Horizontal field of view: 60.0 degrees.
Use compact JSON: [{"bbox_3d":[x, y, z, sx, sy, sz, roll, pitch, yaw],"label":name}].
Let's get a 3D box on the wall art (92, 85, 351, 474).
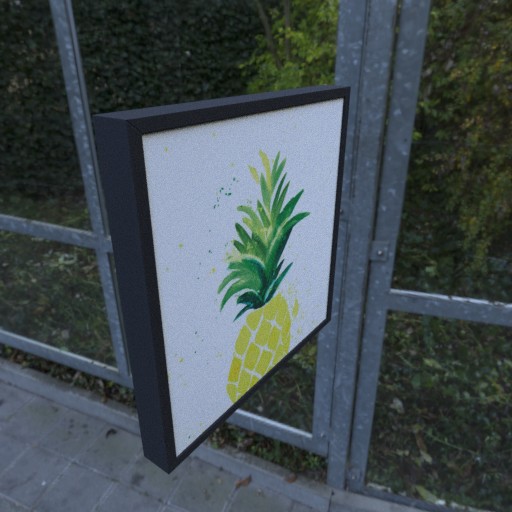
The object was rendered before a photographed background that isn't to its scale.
[{"bbox_3d":[0.000,0.000,0.448,0.033,0.304,0.305,18,30,32],"label":"wall art"}]
